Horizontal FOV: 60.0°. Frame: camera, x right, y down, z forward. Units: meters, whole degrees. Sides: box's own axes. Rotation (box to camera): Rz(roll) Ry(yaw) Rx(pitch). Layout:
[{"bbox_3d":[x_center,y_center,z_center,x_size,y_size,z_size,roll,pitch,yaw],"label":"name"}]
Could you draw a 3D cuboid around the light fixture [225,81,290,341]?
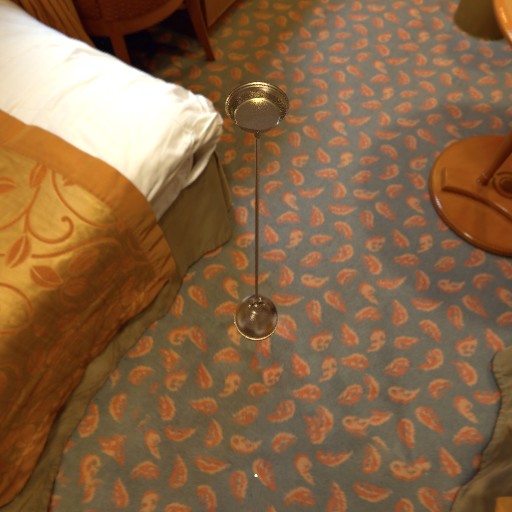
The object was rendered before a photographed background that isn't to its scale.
[{"bbox_3d":[0.000,0.000,1.504,0.217,1.367,0.211,-14,65,-7],"label":"light fixture"}]
